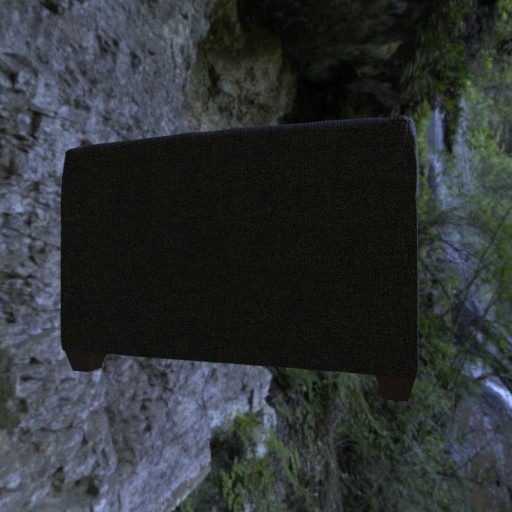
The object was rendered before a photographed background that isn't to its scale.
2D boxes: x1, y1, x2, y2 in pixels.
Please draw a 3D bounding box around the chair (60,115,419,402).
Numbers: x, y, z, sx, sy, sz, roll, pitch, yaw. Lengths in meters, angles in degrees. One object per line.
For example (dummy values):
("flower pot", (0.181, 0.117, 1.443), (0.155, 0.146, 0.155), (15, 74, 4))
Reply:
("chair", (0.000, 0.000, 2.048), (1.383, 0.948, 1.000), (0, -1, 18))
